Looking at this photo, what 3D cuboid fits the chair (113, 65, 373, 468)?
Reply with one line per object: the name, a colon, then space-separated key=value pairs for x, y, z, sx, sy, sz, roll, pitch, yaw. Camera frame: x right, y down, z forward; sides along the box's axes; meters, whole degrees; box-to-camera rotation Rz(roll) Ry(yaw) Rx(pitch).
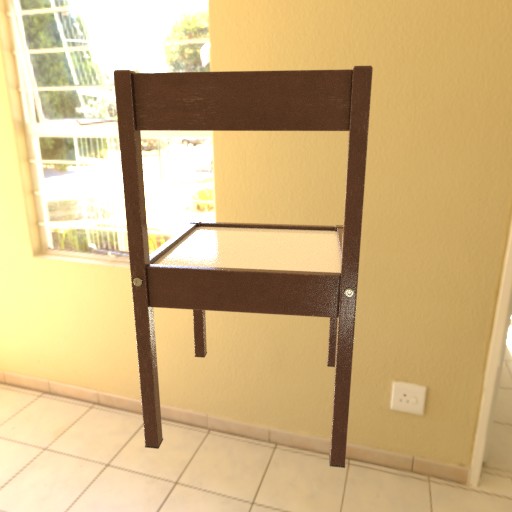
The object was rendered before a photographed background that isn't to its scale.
chair: x=0.000 y=0.000 z=0.682 sx=0.285 sy=0.505 sz=0.285 roll=2 pitch=17 yaw=8
